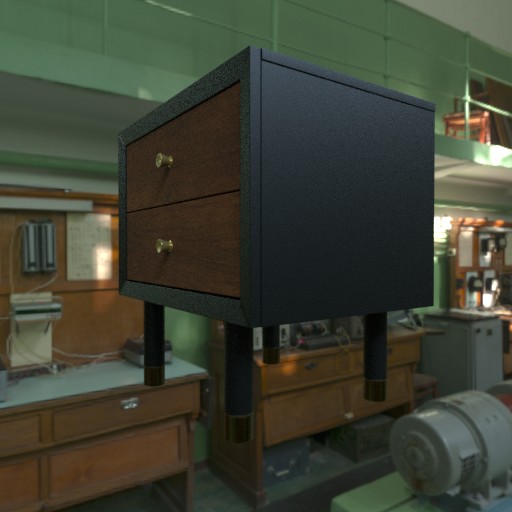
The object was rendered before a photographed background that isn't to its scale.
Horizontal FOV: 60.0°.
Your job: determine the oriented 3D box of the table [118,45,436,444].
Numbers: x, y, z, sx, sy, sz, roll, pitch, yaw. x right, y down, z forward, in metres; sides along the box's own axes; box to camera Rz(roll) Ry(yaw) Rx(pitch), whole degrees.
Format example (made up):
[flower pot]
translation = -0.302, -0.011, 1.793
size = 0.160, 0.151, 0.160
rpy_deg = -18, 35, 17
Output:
[table]
translation = 0.000, 0.000, 0.953
size = 0.441, 0.584, 0.564
rpy_deg = -1, 1, -35
